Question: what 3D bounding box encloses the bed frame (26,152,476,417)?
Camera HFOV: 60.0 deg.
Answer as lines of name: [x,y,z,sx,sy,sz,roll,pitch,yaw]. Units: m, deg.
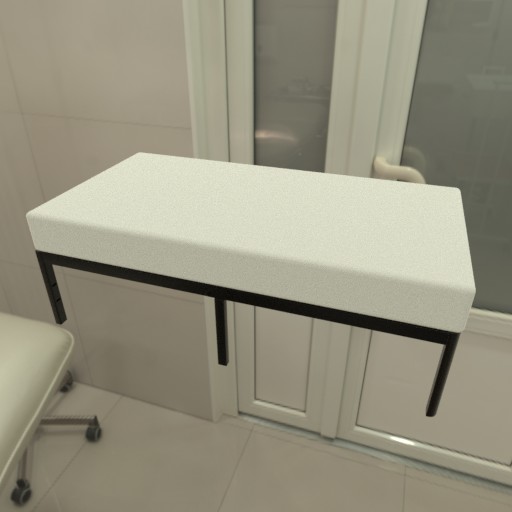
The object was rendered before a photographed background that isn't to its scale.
bed frame: [0.000,0.000,2.370,1.950,0.659,1.023,10,32,16]
